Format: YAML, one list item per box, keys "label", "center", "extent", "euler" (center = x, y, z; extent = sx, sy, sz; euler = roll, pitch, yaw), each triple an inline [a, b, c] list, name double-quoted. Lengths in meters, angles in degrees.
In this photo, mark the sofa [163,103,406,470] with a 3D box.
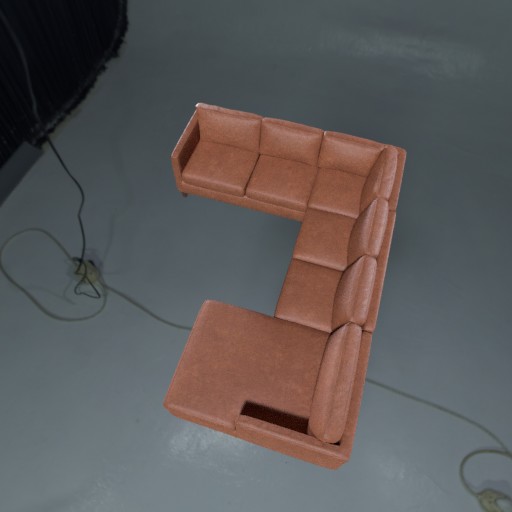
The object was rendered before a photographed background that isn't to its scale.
- label: "sofa"
  center: [0.000, 0.000, 4.649]
  extent: [2.593, 0.923, 3.460]
  euler: [15, 60, 9]
